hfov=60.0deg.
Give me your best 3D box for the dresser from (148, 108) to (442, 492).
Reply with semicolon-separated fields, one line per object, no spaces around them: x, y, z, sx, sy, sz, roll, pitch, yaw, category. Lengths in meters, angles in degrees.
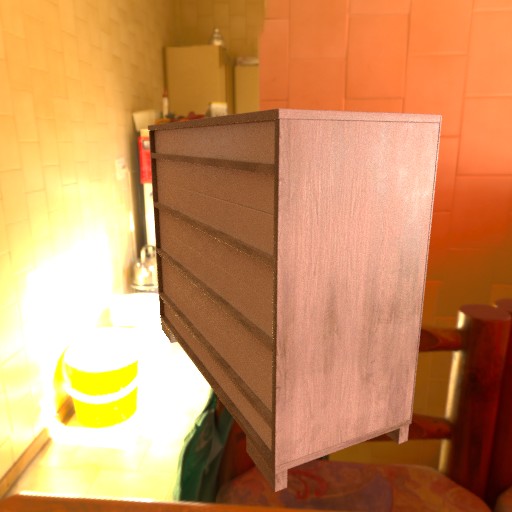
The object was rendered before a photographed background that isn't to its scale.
0.000;0.000;1.402;0.404;0.816;0.994;-7;16;-25;dresser
